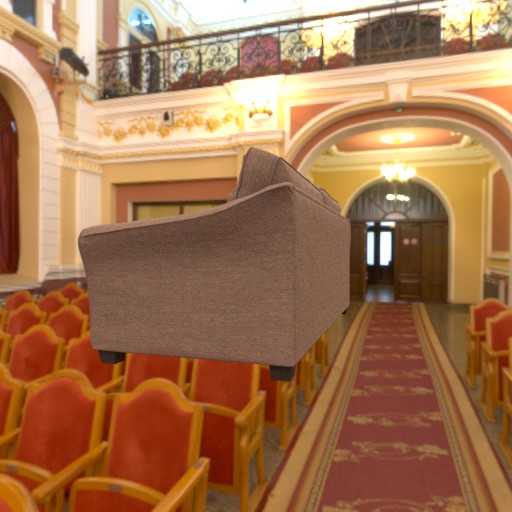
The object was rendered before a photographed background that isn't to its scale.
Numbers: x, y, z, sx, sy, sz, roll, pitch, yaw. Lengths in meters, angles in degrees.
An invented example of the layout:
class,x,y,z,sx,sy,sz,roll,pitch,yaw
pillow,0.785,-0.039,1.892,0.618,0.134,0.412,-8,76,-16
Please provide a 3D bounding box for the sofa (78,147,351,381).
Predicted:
class,x,y,z,sx,sy,sz,roll,pitch,yaw
sofa,0.000,0.000,2.840,0.980,0.965,2.270,0,1,18
